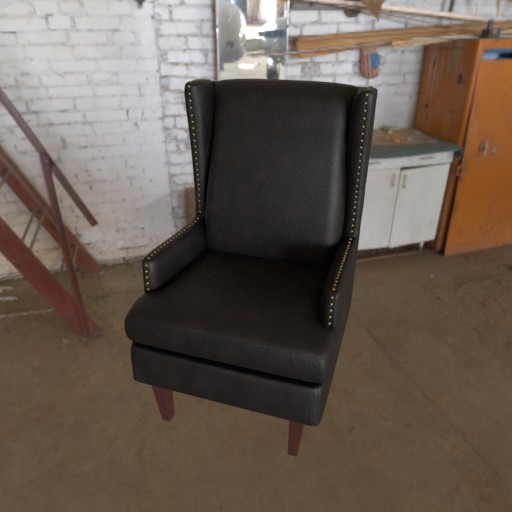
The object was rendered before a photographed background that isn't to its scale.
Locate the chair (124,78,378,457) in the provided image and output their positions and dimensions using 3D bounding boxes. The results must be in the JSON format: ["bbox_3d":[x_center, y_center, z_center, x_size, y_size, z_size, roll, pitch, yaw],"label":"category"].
[{"bbox_3d":[0.000,0.000,1.636,0.703,1.142,0.799,9,30,16],"label":"chair"}]
